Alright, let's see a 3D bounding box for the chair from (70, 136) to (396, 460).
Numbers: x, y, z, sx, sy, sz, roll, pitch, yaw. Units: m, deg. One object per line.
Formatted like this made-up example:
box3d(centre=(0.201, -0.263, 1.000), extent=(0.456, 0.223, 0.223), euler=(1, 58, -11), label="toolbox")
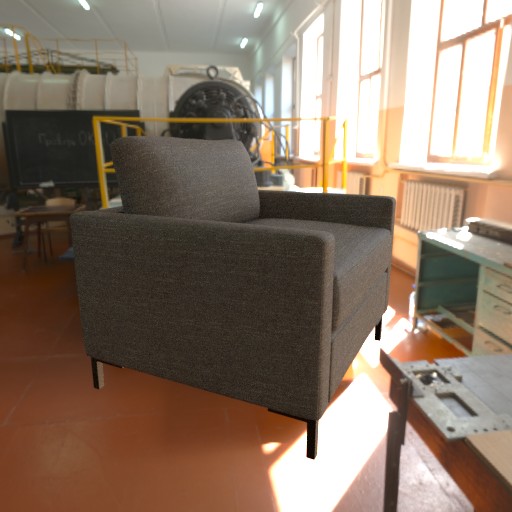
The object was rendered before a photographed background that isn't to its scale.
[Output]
box3d(centre=(0.000, 0.000, 1.615), extent=(0.845, 0.841, 0.940), euler=(7, 16, 26), label="chair")
